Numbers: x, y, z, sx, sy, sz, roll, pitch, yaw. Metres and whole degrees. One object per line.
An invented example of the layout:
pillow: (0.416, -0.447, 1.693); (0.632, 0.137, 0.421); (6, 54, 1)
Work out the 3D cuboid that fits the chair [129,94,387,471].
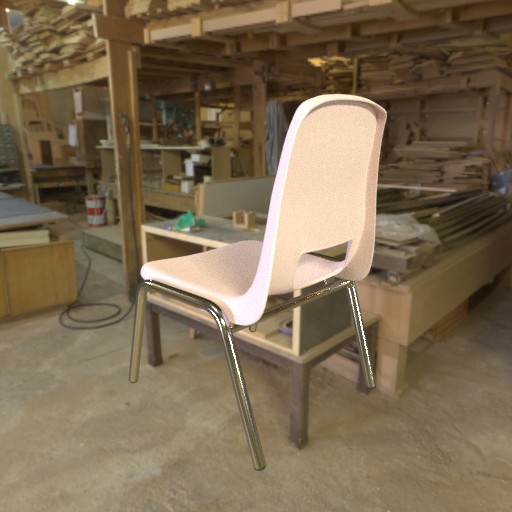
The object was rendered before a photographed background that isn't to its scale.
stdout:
chair: (0.000, 0.000, 0.812); (0.354, 0.537, 0.385); (-15, 22, -42)
